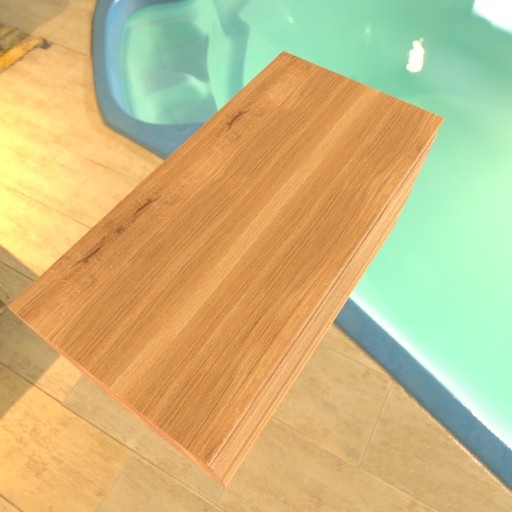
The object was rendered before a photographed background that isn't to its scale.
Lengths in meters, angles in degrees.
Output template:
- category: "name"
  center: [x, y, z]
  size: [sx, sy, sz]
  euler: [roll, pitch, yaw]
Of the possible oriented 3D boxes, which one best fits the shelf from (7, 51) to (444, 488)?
- category: "shelf"
  center: [0.000, 0.000, 0.979]
  size: [0.400, 0.400, 0.800]
  euler: [31, 63, 17]
